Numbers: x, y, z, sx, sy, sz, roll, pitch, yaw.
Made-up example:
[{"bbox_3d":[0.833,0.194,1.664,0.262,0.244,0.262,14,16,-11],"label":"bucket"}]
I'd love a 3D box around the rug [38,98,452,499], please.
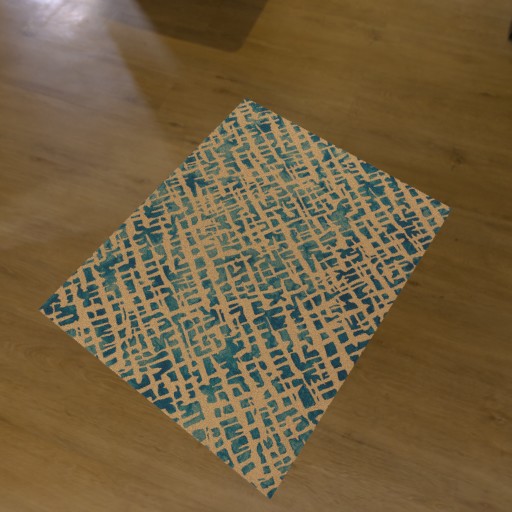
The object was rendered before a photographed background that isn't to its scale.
[{"bbox_3d":[0.000,0.000,4.003,2.435,0.007,3.007,33,69,15],"label":"rug"}]
